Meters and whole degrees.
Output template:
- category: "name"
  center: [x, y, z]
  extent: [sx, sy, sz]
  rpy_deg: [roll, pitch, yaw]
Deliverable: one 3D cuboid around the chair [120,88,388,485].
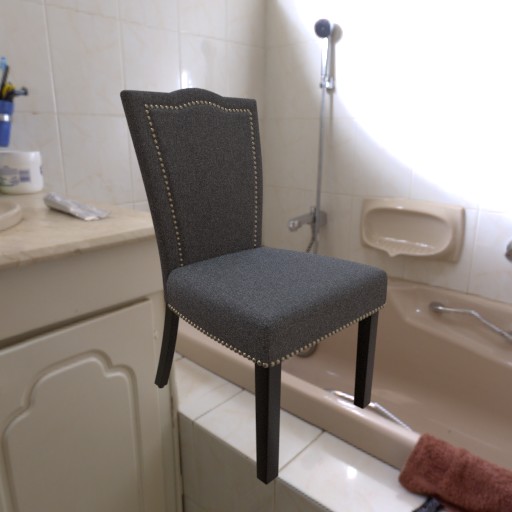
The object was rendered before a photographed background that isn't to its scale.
- category: "chair"
  center: [0.000, 0.000, 1.282]
  extent: [0.589, 0.946, 0.518]
  rpy_deg: [15, 21, 43]
